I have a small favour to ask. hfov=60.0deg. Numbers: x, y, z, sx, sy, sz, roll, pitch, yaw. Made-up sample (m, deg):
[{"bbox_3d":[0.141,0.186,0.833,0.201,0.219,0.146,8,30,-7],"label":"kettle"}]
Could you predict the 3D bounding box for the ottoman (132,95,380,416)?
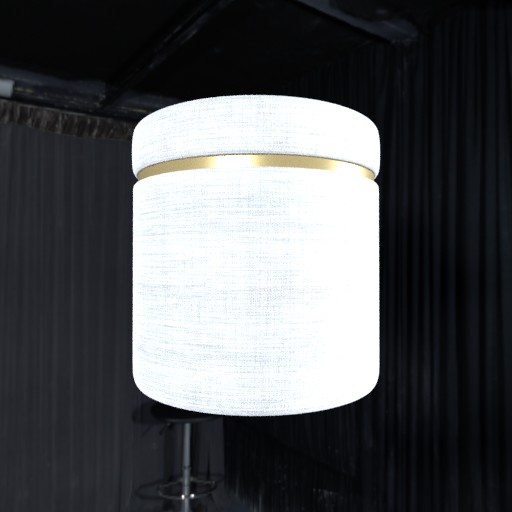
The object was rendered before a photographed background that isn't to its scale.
[{"bbox_3d":[0.000,0.000,0.741,0.400,0.406,0.400,0,-1,0],"label":"ottoman"}]
